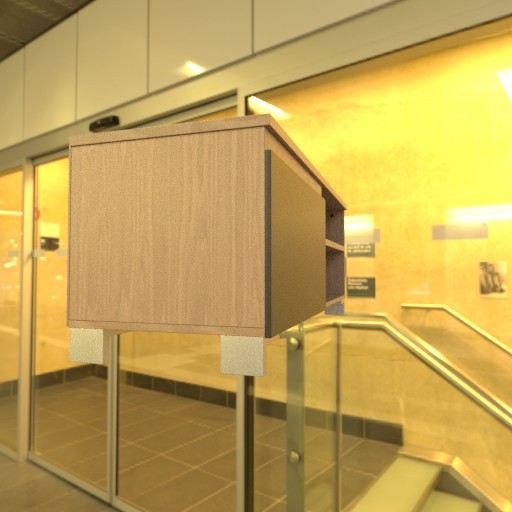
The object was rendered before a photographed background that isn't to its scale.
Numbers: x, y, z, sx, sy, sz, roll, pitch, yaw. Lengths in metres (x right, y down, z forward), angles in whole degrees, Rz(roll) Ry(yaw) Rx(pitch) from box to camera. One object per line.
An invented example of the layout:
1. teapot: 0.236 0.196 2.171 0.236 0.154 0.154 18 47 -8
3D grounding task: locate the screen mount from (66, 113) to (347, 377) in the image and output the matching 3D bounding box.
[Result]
1. screen mount: 0.000 0.000 1.298 0.406 0.432 1.084 -1 -2 18
